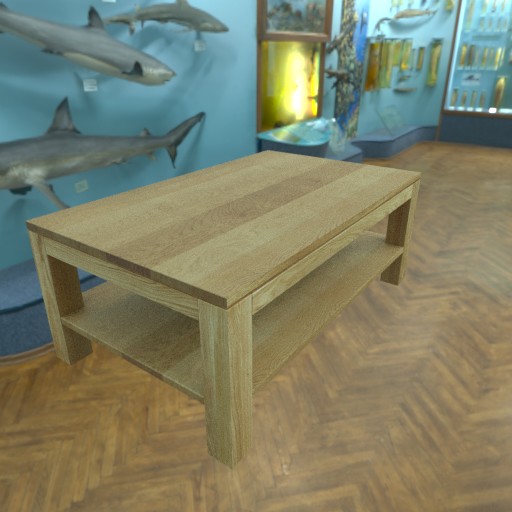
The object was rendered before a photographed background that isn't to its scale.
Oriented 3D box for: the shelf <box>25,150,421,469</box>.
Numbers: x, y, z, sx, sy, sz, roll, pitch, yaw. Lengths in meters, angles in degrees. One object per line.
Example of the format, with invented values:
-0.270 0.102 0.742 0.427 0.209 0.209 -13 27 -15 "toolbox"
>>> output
0.000 0.000 1.522 0.700 0.450 1.150 17 30 32 "shelf"
